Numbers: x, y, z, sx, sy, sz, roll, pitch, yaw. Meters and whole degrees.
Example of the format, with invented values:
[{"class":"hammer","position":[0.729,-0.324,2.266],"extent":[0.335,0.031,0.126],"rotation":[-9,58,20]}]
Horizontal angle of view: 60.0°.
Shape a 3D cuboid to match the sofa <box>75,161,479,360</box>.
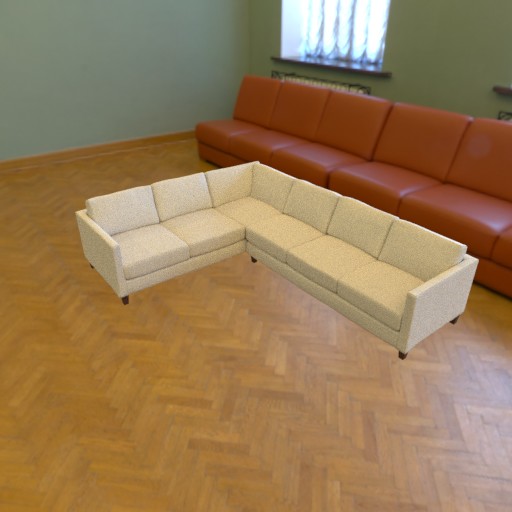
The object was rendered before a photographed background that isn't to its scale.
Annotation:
[{"class":"sofa","position":[0.000,0.000,4.378],"extent":[2.432,0.863,3.182],"rotation":[-21,35,-32]}]
